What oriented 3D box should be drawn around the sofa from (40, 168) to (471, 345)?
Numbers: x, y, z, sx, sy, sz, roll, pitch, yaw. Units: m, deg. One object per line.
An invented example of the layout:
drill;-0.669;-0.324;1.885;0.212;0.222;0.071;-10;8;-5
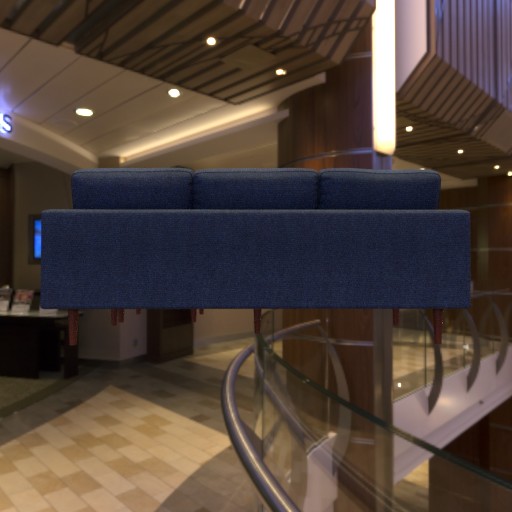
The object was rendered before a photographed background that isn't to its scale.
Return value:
sofa;0.000;0.000;3.023;2.233;0.956;1.504;0;-1;0
